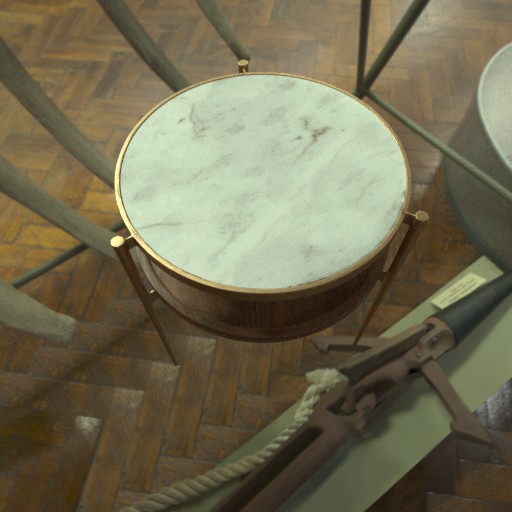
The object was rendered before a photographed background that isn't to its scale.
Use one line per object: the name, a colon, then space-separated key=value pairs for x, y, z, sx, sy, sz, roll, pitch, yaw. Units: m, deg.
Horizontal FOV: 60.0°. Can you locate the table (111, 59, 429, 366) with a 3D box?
table: x=0.000 y=0.000 z=0.841 sx=0.456 sy=0.493 sz=0.430 roll=-32 pitch=63 yaw=-18
